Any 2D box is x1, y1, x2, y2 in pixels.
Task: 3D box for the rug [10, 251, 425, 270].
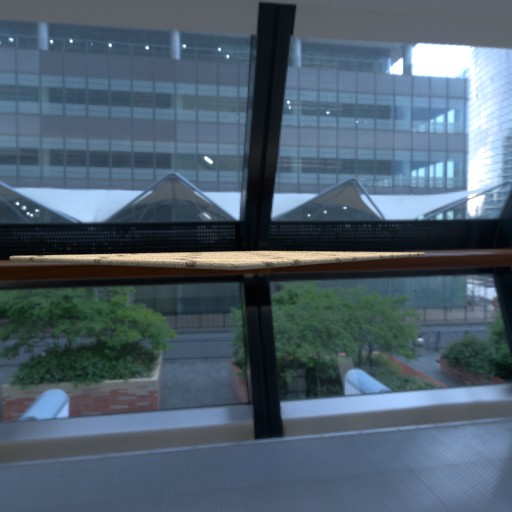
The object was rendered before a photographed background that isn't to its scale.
[{"bbox_3d":[0.000,0.000,2.829,1.501,0.024,2.348,1,2,35],"label":"rug"}]
